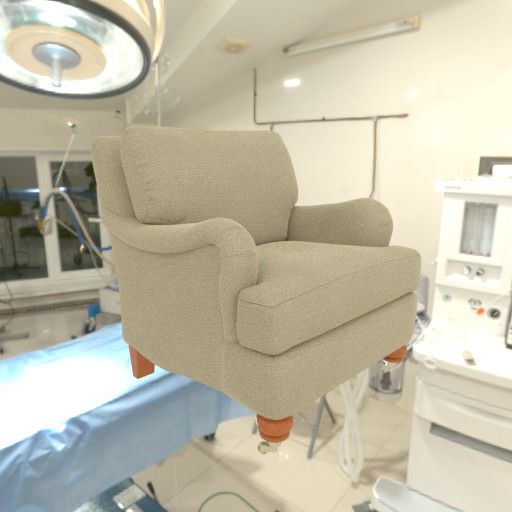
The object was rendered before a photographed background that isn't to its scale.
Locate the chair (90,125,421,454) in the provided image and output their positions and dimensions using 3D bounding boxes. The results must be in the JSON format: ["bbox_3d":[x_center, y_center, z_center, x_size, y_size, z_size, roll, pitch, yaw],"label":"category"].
[{"bbox_3d":[0.000,0.000,1.841,0.955,1.038,1.070,-13,19,-43],"label":"chair"}]
